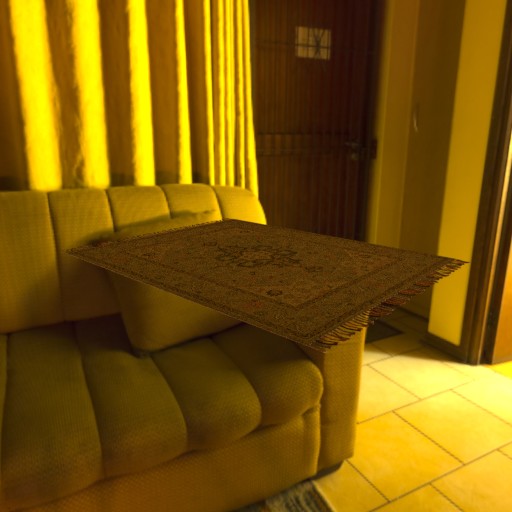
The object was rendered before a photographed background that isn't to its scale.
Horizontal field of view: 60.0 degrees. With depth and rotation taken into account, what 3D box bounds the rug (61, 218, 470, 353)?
[{"bbox_3d":[0.000,0.000,3.543,2.651,0.010,1.971,14,21,40],"label":"rug"}]
